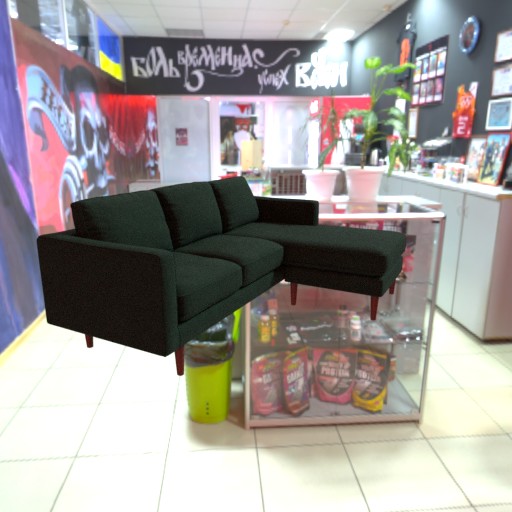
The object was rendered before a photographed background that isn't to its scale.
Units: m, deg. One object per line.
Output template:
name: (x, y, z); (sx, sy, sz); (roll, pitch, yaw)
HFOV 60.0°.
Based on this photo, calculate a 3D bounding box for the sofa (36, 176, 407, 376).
sofa: (0.000, 0.000, 2.916); (1.580, 0.899, 2.030); (8, 17, 27)
